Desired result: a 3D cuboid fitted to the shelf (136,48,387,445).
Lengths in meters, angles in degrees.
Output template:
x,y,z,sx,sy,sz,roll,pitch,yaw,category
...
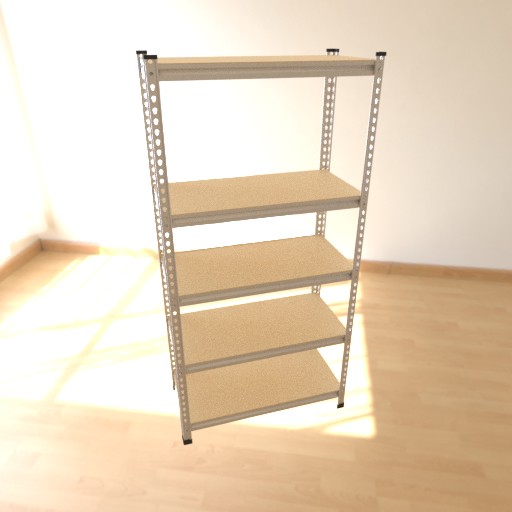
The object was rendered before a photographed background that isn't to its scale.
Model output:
x,y,z,sx,sy,sz,roll,pitch,yaw,category
0.000,0.000,2.179,0.914,1.829,0.457,-8,28,-15,shelf
